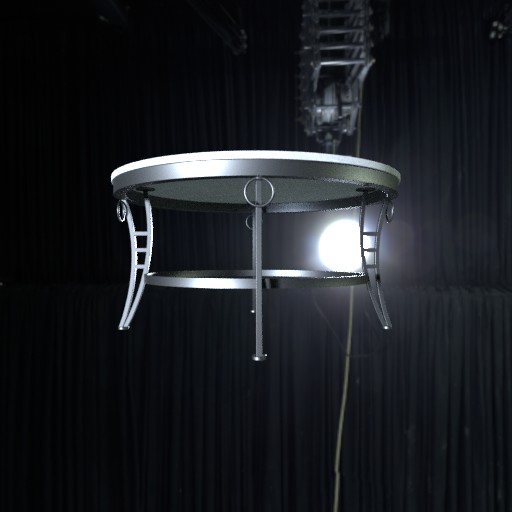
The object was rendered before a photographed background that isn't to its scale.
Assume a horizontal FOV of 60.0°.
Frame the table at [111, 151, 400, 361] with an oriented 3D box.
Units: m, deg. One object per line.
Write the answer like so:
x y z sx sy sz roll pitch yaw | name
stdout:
0.000 0.000 1.434 0.889 0.470 0.889 0 0 0 | table
